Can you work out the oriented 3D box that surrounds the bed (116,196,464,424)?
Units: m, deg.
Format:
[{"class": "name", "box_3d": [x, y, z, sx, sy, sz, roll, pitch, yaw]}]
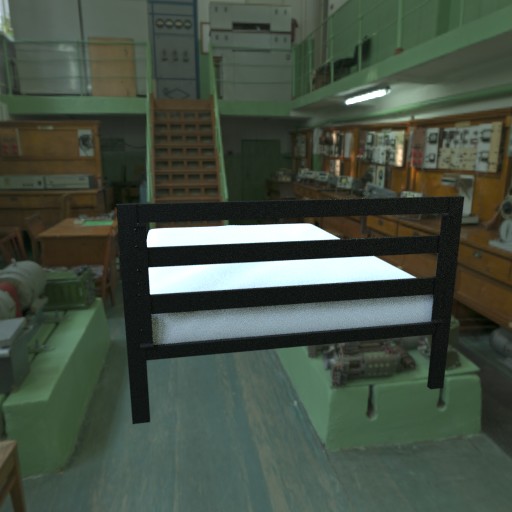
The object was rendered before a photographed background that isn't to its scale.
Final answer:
[{"class": "bed", "box_3d": [0.000, 0.000, 2.953, 1.524, 0.967, 2.062, -3, 14, -11]}]
